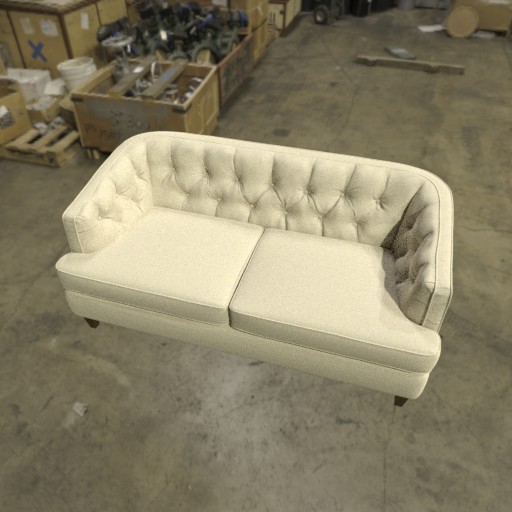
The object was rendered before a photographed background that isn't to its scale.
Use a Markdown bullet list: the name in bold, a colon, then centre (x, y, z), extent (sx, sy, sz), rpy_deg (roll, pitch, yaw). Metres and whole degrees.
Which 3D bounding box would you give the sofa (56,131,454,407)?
- **sofa**: centre (0.000, 0.000, 2.237), extent (1.733, 0.855, 0.941), rpy_deg (11, 42, 13)
